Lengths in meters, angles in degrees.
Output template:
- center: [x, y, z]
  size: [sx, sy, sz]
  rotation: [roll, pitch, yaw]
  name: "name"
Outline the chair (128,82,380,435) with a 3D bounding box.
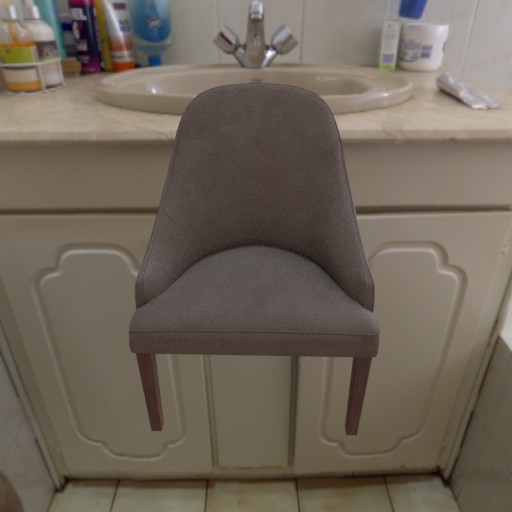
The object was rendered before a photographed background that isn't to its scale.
- center: [0.000, 0.000, 1.312]
  size: [0.643, 0.889, 0.575]
  rotation: [1, 30, 1]
  name: "chair"
